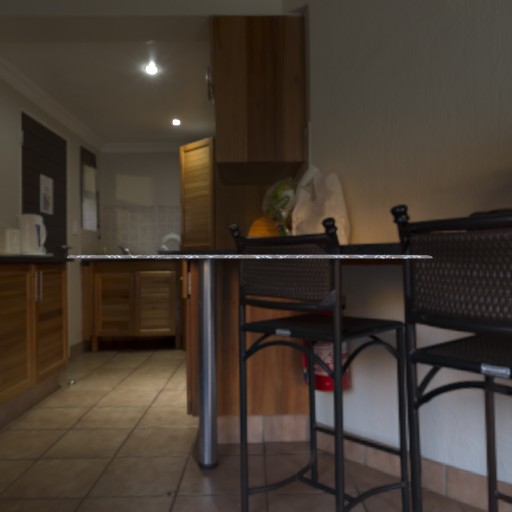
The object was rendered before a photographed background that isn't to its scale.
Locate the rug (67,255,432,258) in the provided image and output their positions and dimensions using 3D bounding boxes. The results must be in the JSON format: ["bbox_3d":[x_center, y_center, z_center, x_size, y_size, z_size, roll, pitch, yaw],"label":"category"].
[{"bbox_3d":[0.000,0.000,3.087,1.541,0.012,2.457,0,0,2],"label":"rug"}]
